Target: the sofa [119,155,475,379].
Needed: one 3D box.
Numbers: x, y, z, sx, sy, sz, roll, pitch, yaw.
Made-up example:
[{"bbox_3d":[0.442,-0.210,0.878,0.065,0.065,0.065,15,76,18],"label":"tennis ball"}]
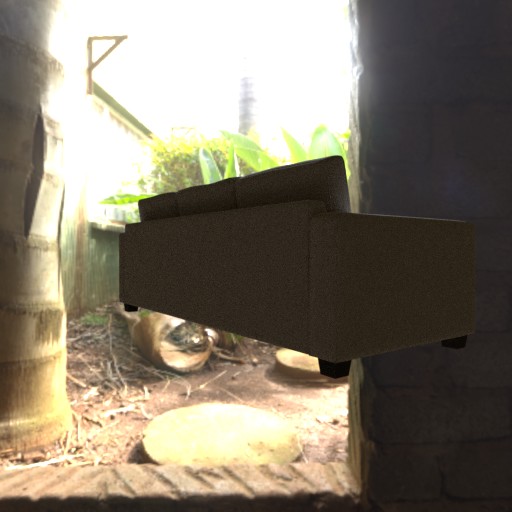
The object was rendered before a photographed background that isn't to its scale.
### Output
[{"bbox_3d":[0.000,0.000,2.555,0.900,0.800,2.120,-1,1,-36],"label":"sofa"}]
